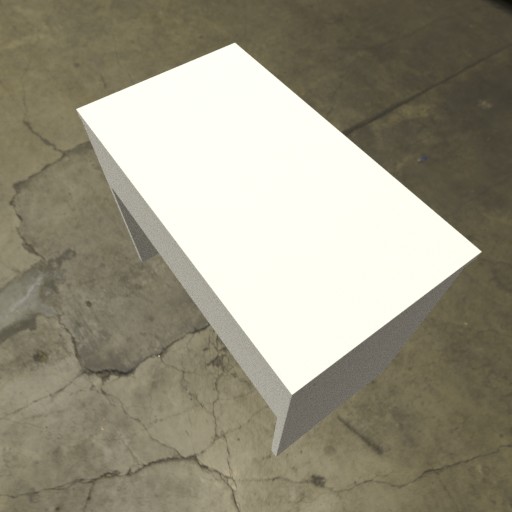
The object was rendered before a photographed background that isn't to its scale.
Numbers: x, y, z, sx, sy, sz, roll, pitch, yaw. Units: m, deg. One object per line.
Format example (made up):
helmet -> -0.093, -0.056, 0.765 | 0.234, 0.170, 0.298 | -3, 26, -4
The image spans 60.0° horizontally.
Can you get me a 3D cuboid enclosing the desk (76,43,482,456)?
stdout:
desk -> 0.000, 0.000, 1.338 | 0.498, 0.729, 0.900 | -31, 63, -18
